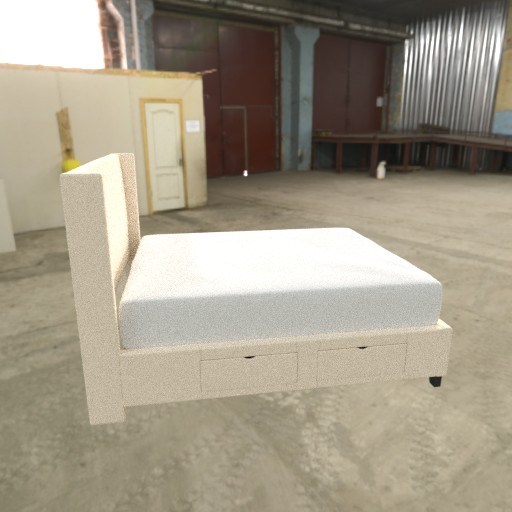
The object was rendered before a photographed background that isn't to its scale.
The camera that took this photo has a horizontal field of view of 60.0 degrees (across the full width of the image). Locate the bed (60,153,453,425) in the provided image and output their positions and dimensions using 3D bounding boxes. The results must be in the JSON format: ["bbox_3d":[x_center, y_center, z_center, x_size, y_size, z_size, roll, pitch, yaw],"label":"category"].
[{"bbox_3d":[0.000,0.000,3.414,2.280,1.471,1.765,-3,17,-9],"label":"bed"}]
